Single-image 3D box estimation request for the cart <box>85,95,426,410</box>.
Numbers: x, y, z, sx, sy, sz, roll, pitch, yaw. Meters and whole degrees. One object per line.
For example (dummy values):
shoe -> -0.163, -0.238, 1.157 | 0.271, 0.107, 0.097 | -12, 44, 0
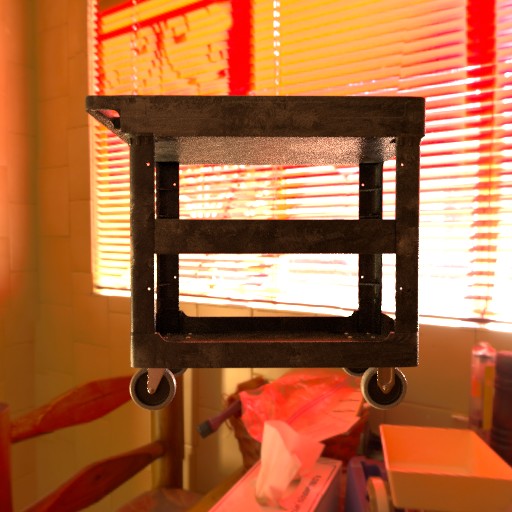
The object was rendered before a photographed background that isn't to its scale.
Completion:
cart -> 0.000, 0.000, 1.338 | 0.877, 0.824, 0.420 | 0, 2, -1
